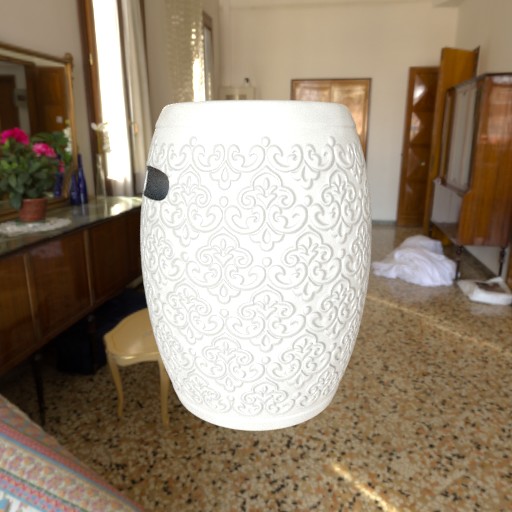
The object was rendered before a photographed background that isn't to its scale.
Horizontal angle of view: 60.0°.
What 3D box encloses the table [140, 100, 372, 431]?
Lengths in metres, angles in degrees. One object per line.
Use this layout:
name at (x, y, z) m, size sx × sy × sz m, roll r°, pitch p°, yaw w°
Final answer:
table at (0.000, 0.000, 0.617) m, size 0.309 × 0.397 × 0.309 m, roll 0°, pitch 15°, yaw 0°
